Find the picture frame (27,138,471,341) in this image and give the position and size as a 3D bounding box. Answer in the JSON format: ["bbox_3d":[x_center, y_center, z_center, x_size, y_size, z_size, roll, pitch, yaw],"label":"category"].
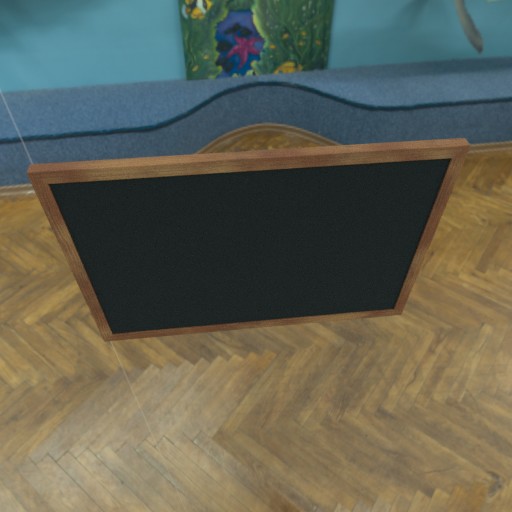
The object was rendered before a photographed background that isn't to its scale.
[{"bbox_3d":[0.000,0.000,1.187,0.950,0.640,0.029,-4,47,-4],"label":"picture frame"}]
